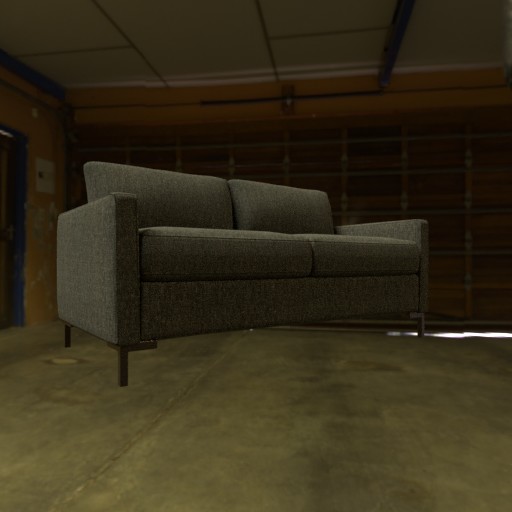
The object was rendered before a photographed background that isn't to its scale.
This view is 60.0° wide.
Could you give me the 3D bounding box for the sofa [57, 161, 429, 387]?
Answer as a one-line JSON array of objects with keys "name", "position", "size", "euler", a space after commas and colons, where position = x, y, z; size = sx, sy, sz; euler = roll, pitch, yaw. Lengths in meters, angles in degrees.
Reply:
[{"name": "sofa", "position": [0.000, 0.000, 2.223], "size": [1.716, 0.862, 0.866], "euler": [1, -1, -35]}]
